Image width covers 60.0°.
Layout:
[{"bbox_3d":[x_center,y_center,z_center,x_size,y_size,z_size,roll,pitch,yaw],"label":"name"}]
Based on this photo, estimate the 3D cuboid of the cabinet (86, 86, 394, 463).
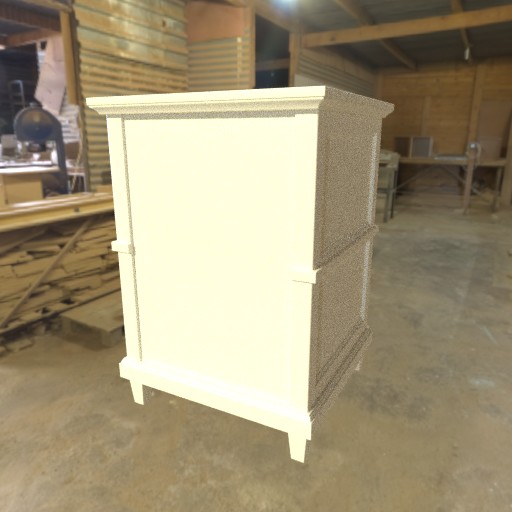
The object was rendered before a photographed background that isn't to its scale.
[{"bbox_3d":[0.000,0.000,1.173,0.544,0.775,0.547,8,17,27],"label":"cabinet"}]
